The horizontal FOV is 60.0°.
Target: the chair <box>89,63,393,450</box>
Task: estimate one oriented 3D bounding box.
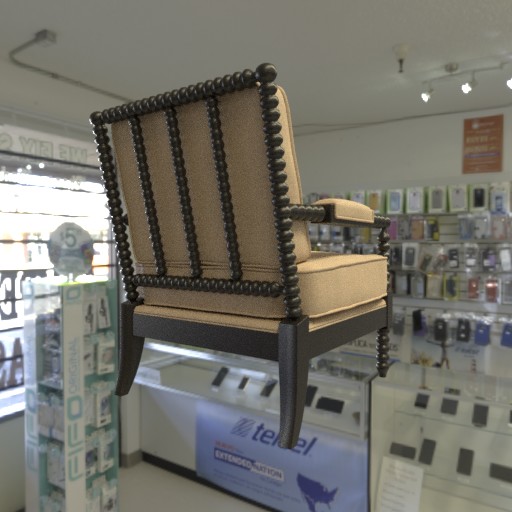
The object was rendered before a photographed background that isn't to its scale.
[{"bbox_3d":[0.000,0.000,1.177,0.555,0.703,0.657,1,2,35],"label":"chair"}]
